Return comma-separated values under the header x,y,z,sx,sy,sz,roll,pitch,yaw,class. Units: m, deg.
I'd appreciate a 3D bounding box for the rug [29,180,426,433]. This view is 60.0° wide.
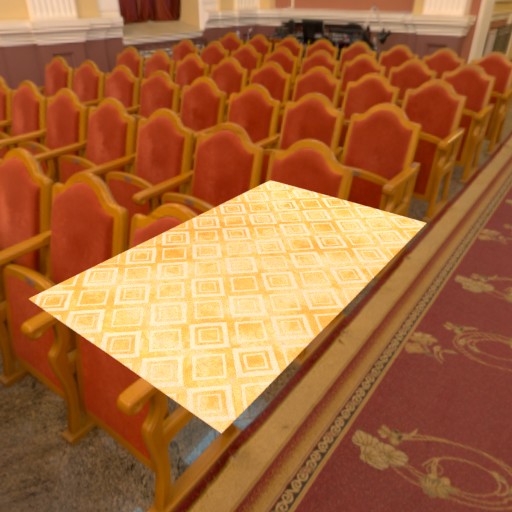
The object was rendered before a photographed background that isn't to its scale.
x,y,z,sx,sy,sz,roll,pitch,yaw,class
0.000,0.000,3.029,1.511,0.010,2.424,21,37,32,rug
